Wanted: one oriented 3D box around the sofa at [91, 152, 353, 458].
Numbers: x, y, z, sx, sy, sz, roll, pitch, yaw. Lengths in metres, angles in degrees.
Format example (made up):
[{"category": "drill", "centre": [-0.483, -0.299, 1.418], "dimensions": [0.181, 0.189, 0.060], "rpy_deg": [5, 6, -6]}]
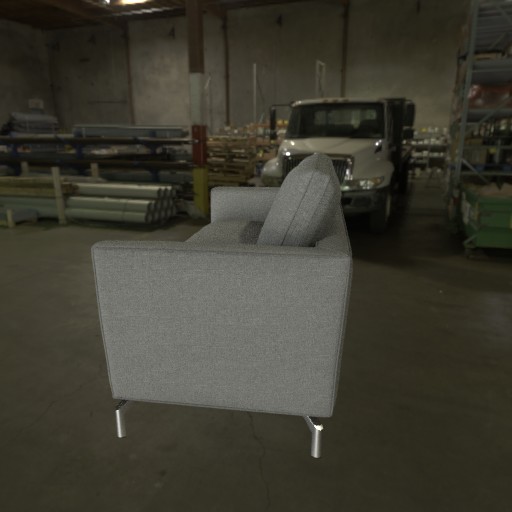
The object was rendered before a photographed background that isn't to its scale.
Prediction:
[{"category": "sofa", "centre": [0.000, 0.000, 2.099], "dimensions": [0.803, 0.924, 1.594], "rpy_deg": [2, 15, 8]}]
